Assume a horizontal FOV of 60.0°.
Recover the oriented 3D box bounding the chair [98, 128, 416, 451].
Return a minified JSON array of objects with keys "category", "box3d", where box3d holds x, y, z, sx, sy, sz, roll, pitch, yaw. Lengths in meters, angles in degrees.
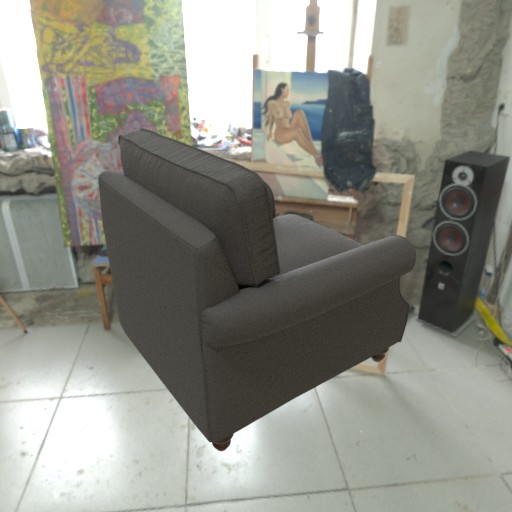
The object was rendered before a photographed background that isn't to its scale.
[{"category":"chair","box3d":[0.000,0.000,1.802,0.966,0.967,1.029,-18,31,-31]}]
